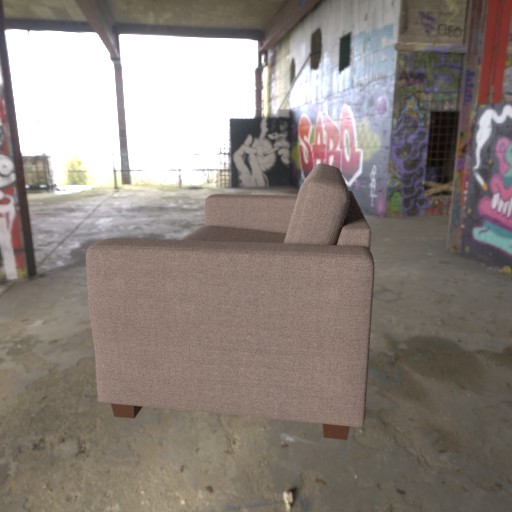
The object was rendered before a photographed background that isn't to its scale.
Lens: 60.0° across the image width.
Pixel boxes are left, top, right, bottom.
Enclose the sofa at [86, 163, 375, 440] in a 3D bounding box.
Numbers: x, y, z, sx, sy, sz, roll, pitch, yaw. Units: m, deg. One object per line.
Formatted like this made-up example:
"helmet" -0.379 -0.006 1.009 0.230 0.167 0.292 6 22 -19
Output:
"sofa" 0.000 0.000 2.023 0.900 0.800 1.520 2 14 9
